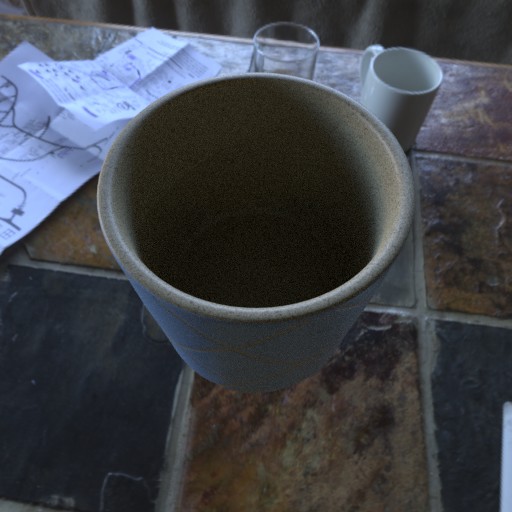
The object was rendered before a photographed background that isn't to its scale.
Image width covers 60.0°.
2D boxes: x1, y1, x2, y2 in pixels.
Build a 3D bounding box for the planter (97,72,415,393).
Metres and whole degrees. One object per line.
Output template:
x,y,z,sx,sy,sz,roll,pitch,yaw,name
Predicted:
0.000,0.000,0.421,0.227,0.235,0.227,0,60,0,planter
